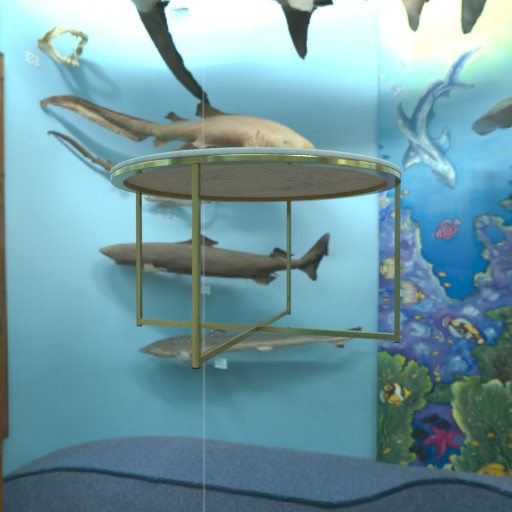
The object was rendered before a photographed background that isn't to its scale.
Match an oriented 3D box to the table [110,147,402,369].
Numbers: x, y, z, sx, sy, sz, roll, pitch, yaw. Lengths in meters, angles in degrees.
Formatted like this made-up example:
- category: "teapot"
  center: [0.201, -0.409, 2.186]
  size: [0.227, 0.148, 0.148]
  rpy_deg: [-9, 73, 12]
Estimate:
- category: "table"
  center: [0.000, 0.000, 1.282]
  size: [0.800, 0.450, 0.800]
  rpy_deg: [0, 1, 0]
